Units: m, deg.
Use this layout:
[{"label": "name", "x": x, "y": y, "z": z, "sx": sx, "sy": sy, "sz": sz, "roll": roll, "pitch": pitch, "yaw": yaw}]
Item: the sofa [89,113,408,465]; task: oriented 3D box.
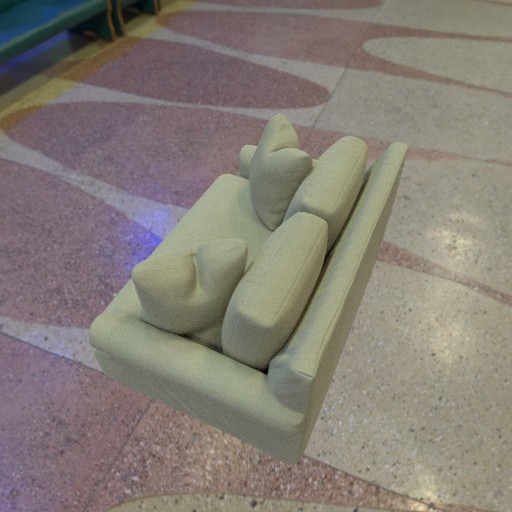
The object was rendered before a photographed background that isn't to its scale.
[{"label": "sofa", "x": 0.000, "y": 0.000, "z": 2.204, "sx": 1.070, "sy": 0.905, "sz": 1.550, "roll": 19, "pitch": 50, "yaw": 17}]
